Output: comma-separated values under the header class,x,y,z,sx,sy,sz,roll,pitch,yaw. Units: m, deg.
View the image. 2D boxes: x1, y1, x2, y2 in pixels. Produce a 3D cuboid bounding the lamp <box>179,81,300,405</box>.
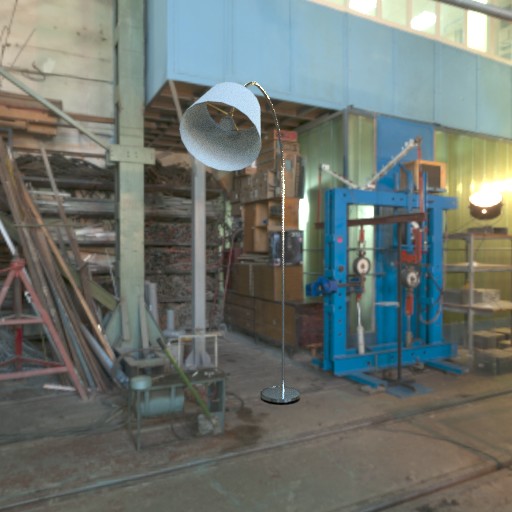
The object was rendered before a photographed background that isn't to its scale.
class,x,y,z,sx,sy,sz,roll,pitch,yaw
lamp,0.000,0.000,2.682,0.406,2.098,1.445,0,1,18
